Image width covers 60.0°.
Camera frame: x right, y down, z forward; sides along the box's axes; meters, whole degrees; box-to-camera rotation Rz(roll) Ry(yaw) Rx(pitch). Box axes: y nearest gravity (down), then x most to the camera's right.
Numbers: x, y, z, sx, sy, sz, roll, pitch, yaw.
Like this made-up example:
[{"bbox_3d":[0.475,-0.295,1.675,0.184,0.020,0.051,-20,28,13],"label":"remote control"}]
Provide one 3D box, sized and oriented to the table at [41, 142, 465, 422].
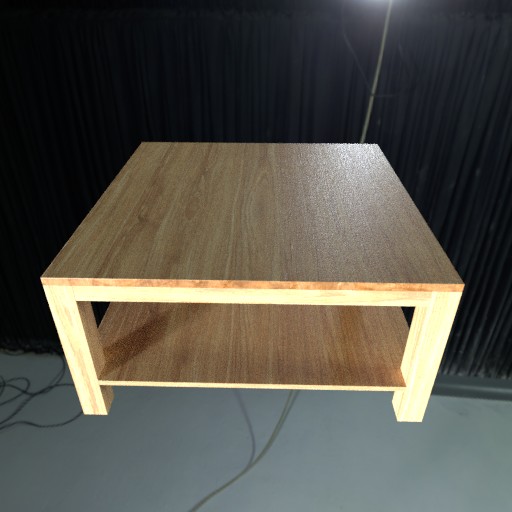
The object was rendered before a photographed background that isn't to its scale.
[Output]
[{"bbox_3d":[0.000,0.000,1.439,0.900,0.450,0.900,1,33,1],"label":"table"}]
